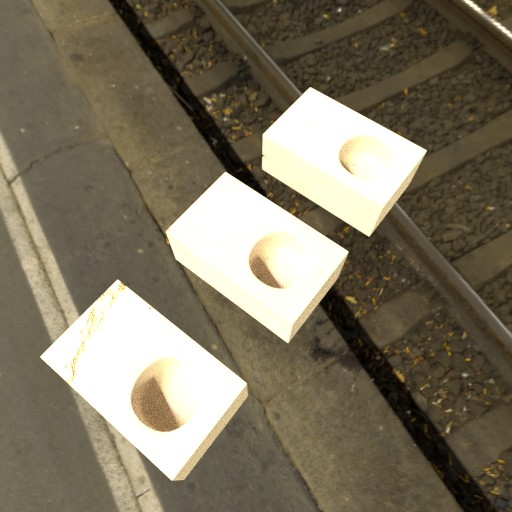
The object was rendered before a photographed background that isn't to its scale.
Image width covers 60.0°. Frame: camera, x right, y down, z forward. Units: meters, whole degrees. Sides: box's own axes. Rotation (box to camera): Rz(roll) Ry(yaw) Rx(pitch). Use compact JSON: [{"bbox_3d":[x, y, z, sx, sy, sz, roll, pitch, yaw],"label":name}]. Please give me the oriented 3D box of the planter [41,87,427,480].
[{"bbox_3d":[0.000,0.000,0.377,0.127,0.051,0.333,35,69,16],"label":"planter"}]
